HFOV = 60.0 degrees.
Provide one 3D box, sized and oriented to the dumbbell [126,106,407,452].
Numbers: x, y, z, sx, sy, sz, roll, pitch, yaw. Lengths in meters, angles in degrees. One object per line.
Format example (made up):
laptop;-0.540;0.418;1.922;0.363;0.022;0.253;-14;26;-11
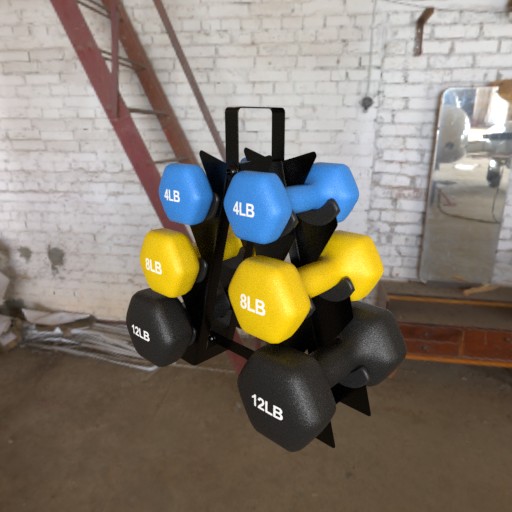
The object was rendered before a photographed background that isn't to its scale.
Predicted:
dumbbell;0.000;0.000;0.669;0.409;0.426;0.255;16;23;42
